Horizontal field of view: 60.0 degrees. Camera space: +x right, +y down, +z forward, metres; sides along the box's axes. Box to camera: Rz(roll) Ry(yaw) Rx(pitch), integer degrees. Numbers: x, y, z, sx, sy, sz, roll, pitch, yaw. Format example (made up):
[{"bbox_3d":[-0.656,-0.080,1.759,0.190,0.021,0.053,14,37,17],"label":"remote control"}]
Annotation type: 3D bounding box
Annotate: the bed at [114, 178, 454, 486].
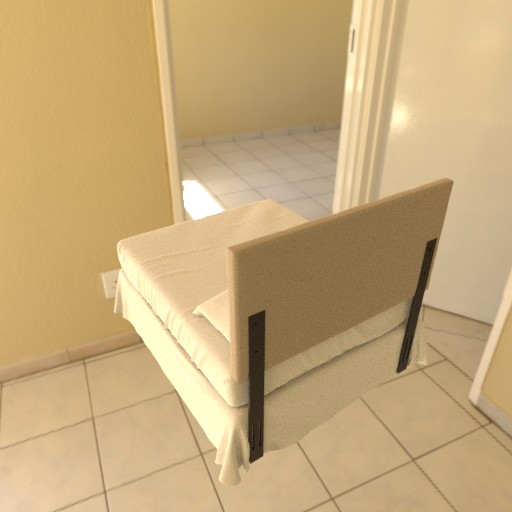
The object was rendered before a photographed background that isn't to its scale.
[{"bbox_3d":[0.000,0.000,3.506,1.936,1.577,2.222,-19,36,-29],"label":"bed"}]
